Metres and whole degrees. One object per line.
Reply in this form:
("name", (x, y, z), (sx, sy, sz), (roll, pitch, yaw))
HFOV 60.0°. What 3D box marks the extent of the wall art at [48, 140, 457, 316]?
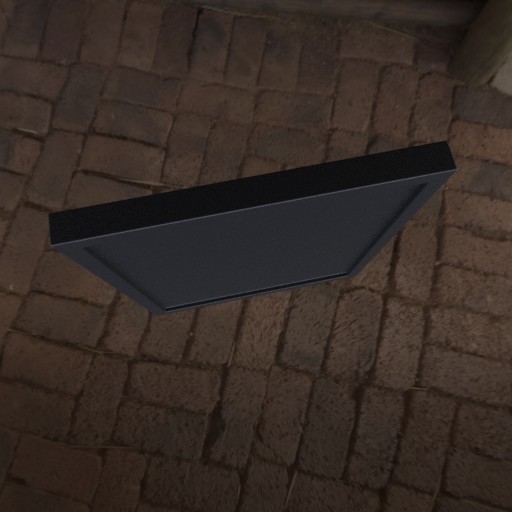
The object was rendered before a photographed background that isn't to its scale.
("wall art", (0.000, 0.000, 0.536), (0.328, 0.381, 0.028), (-11, 74, -3))
